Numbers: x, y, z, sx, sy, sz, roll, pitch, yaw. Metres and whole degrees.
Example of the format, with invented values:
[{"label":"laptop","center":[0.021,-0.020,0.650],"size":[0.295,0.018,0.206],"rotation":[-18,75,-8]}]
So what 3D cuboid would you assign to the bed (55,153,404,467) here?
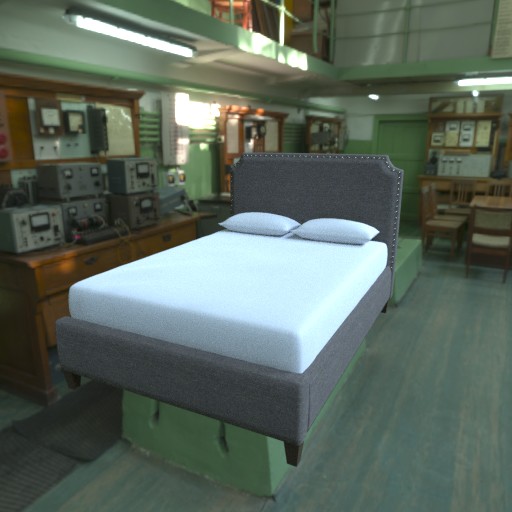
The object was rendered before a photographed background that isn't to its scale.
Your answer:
[{"label":"bed","center":[0.000,0.000,3.395],"size":[1.713,1.457,2.381],"rotation":[7,17,26]}]
